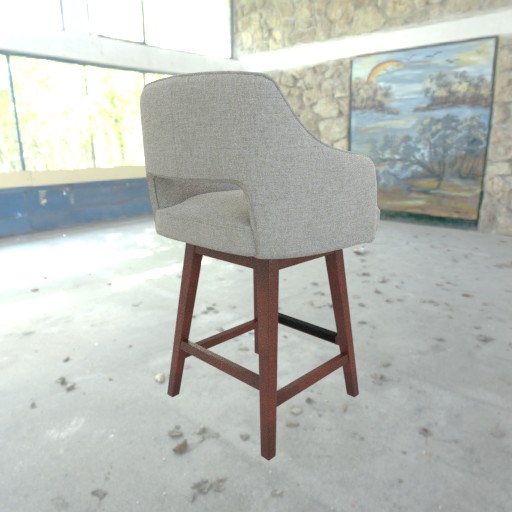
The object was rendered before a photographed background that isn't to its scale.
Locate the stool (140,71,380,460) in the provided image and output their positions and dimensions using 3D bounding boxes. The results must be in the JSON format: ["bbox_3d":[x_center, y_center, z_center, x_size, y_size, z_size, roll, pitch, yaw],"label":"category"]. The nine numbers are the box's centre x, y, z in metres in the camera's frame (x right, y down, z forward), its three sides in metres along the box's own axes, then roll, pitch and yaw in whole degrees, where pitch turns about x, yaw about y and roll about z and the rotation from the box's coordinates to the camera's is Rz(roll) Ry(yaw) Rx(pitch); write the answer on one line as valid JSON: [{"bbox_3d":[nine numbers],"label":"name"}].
[{"bbox_3d":[0.000,0.000,1.304,0.599,0.944,0.558,14,20,42],"label":"stool"}]
